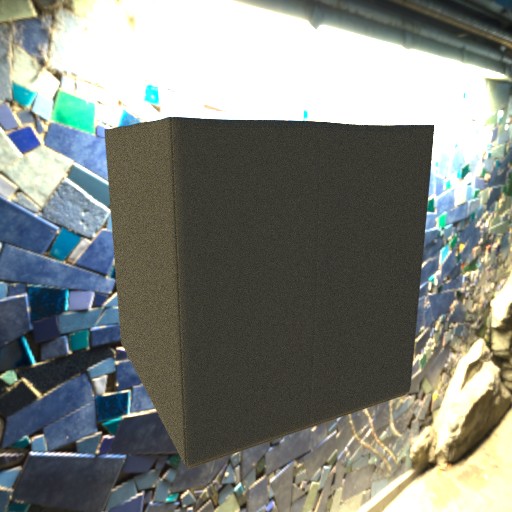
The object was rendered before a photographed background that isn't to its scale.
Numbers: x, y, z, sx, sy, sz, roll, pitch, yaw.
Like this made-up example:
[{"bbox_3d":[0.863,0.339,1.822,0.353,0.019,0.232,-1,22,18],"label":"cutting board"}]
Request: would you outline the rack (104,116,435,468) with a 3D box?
[{"bbox_3d":[0.000,0.000,0.501,0.270,0.280,0.270,-7,16,-27],"label":"rack"}]
